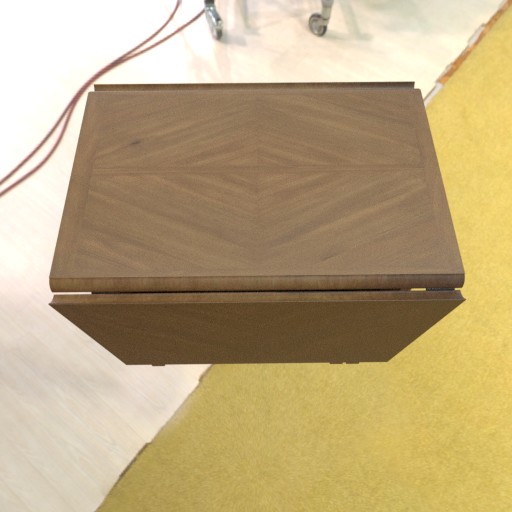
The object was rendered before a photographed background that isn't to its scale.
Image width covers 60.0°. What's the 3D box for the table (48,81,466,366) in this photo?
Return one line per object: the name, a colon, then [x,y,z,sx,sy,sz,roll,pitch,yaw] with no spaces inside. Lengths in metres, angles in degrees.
table: [0.000,0.000,1.600,0.967,0.981,0.701,-1,64,0]
